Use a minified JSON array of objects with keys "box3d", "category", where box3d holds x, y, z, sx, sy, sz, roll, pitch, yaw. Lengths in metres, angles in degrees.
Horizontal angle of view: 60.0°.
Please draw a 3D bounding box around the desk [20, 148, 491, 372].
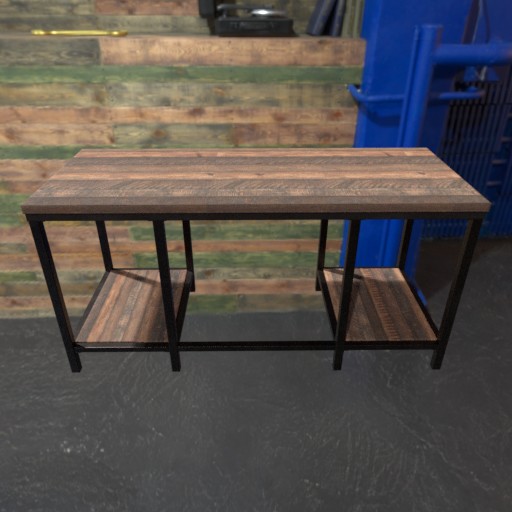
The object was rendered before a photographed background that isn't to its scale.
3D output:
[{"box3d":[0.000,0.000,1.905,1.538,0.753,0.617,0,30,-1],"category":"desk"}]
